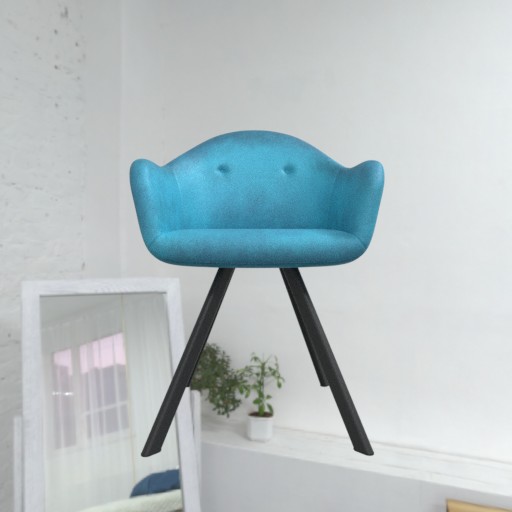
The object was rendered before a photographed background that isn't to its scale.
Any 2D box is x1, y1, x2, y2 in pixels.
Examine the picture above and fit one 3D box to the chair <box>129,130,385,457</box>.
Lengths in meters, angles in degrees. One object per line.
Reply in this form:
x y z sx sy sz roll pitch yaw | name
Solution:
0.000 0.000 1.149 0.540 0.780 0.570 0 1 -1 | chair
